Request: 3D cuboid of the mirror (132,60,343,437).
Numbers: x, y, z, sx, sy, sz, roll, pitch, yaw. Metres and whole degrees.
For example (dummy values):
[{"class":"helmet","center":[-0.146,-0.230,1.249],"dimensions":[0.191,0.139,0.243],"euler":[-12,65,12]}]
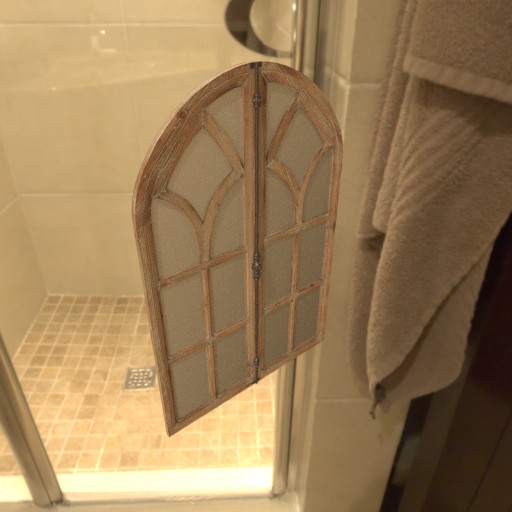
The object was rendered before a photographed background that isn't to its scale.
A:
[{"class":"mirror","center":[0.000,0.000,1.130],"dimensions":[0.609,0.915,0.032],"euler":[-23,38,-33]}]
